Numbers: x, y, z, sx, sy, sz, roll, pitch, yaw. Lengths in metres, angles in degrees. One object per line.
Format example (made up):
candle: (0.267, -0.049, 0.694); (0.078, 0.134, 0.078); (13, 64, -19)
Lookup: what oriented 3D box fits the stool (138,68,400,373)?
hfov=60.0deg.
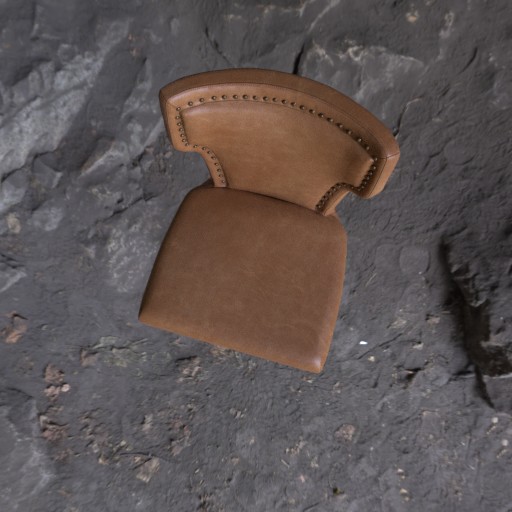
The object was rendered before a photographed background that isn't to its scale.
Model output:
stool: (0.000, 0.000, 1.318); (0.526, 0.982, 0.563); (15, 76, 4)
